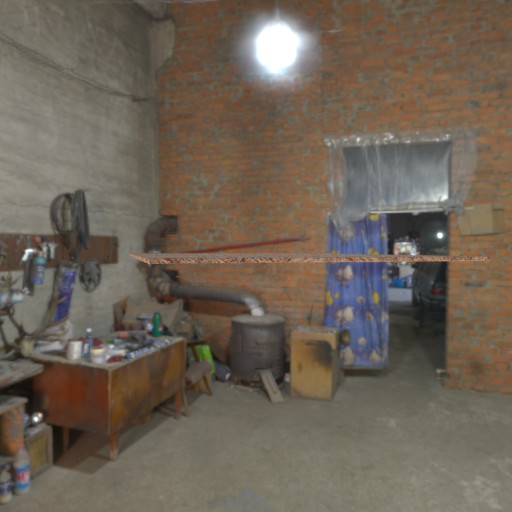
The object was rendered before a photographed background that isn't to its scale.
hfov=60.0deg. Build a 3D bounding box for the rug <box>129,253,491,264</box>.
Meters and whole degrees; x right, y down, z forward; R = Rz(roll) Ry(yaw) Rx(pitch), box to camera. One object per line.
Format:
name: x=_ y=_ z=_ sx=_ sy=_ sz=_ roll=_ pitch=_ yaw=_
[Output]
rug: x=0.000 y=0.000 z=2.877 sx=1.523 sy=0.019 sz=2.285 roll=0 pitch=1 yaw=-18
